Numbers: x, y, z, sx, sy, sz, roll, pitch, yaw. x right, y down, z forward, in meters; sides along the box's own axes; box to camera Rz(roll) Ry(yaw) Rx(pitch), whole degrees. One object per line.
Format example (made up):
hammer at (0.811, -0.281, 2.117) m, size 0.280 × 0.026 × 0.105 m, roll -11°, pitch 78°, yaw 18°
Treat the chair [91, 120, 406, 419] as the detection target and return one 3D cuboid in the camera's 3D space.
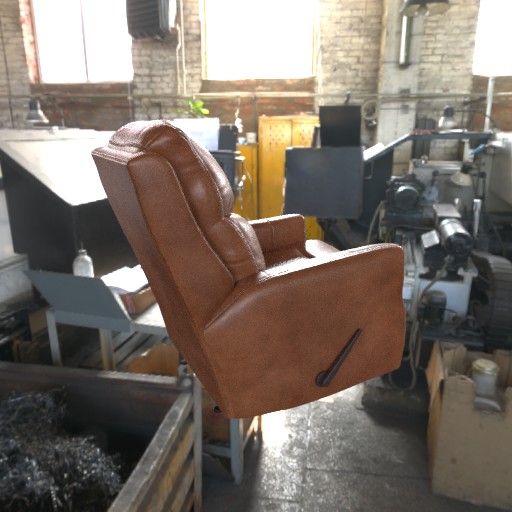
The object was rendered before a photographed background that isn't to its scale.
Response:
chair at (0.000, 0.000, 1.746) m, size 1.072 × 1.016 × 0.821 m, roll -8°, pitch 18°, yaw -26°
